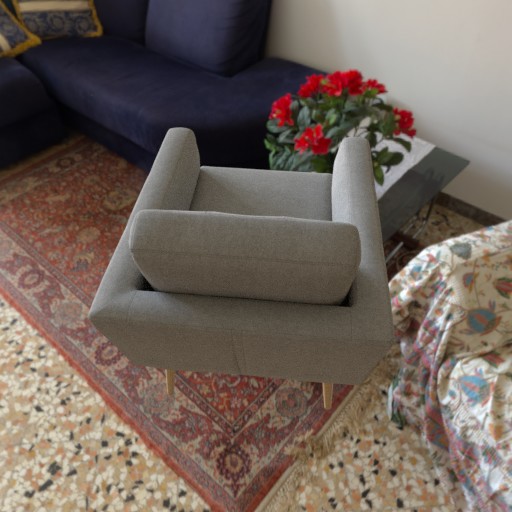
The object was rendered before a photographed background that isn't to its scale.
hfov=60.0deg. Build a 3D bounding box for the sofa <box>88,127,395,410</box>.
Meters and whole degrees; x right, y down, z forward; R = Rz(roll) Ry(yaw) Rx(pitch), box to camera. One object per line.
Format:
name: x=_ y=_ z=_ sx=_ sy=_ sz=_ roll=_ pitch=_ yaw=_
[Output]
sofa: x=0.000 y=0.000 z=1.518 sx=0.770 sy=0.860 sz=0.920 roll=4 pitch=47 yaw=4
